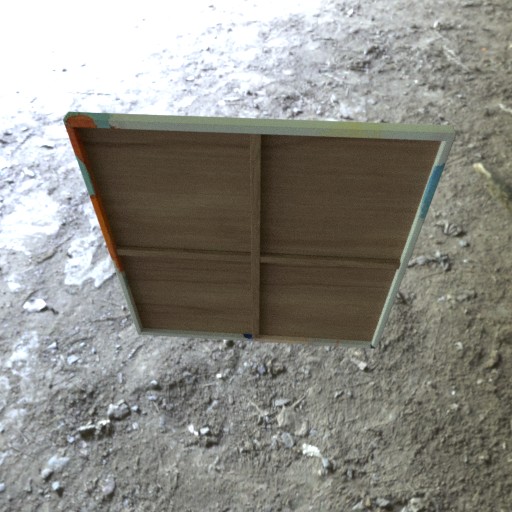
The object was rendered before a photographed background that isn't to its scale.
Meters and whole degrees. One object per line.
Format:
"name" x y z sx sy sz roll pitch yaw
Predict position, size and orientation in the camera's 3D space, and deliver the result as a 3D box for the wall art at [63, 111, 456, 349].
"wall art" 0.000 0.000 1.523 1.017 1.017 0.044 3 47 3
